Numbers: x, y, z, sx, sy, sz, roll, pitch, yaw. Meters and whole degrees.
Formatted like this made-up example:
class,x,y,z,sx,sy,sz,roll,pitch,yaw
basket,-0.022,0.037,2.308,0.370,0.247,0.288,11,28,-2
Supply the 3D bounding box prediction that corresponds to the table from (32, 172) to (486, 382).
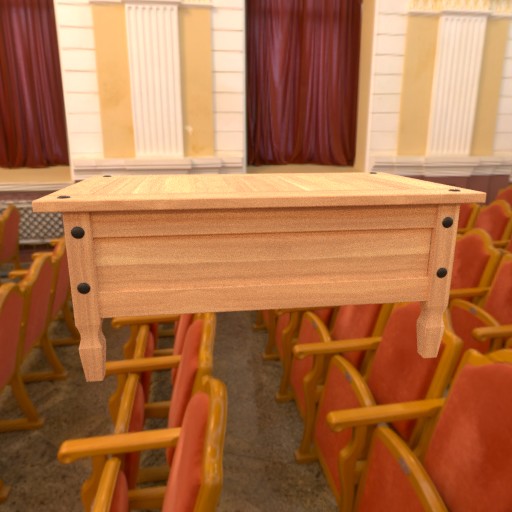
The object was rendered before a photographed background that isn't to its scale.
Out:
class,x,y,z,sx,sy,sz,roll,pitch,yaw
table,0.000,0.000,1.306,1.000,0.437,0.600,-2,15,-8
